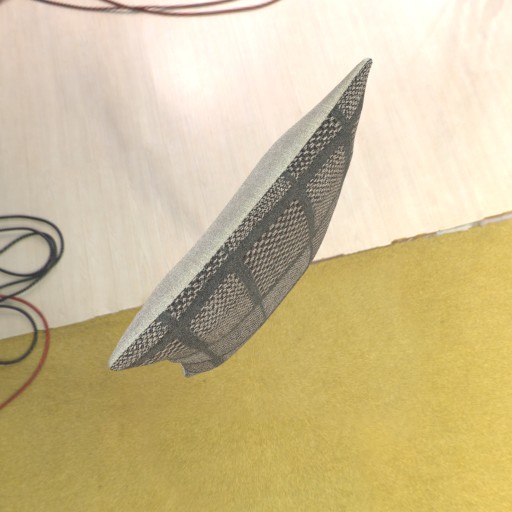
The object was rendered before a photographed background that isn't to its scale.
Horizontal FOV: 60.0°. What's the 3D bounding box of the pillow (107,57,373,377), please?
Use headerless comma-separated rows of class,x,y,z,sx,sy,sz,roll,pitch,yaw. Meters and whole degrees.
pillow,0.000,0.000,0.661,0.138,0.432,0.435,37,78,9
